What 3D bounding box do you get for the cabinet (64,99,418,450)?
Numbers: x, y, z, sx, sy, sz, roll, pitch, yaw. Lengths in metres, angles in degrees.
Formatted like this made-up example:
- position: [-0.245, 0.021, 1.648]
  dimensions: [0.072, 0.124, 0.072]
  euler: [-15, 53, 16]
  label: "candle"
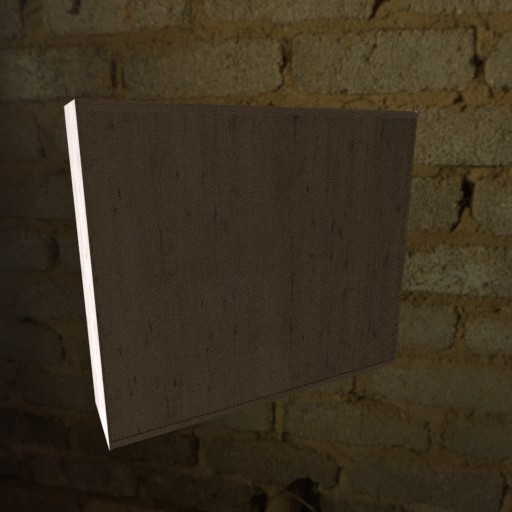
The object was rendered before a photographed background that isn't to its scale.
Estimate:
- position: [0.000, 0.000, 3.461]
  dimensions: [2.500, 2.180, 0.660]
  euler: [-8, 17, -26]
  label: "cabinet"
